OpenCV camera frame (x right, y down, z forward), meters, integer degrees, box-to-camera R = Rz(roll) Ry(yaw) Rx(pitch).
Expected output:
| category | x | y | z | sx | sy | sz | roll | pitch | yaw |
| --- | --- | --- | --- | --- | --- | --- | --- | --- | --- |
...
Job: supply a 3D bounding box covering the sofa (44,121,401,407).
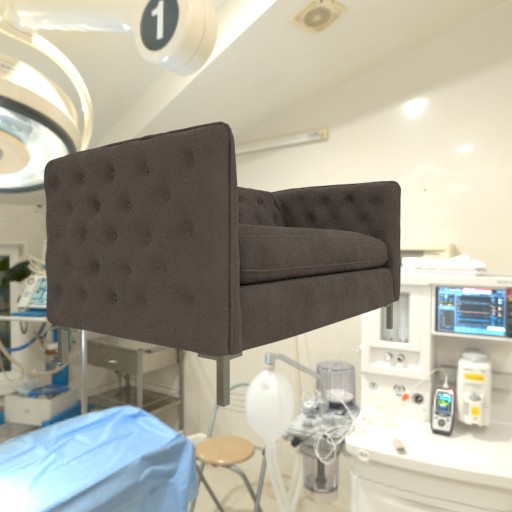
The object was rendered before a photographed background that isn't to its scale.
| category | x | y | z | sx | sy | sz | roll | pitch | yaw |
| --- | --- | --- | --- | --- | --- | --- | --- | --- | --- |
| sofa | 0.000 | 0.000 | 2.070 | 0.909 | 0.810 | 1.583 | 1 | 2 | 36 |
